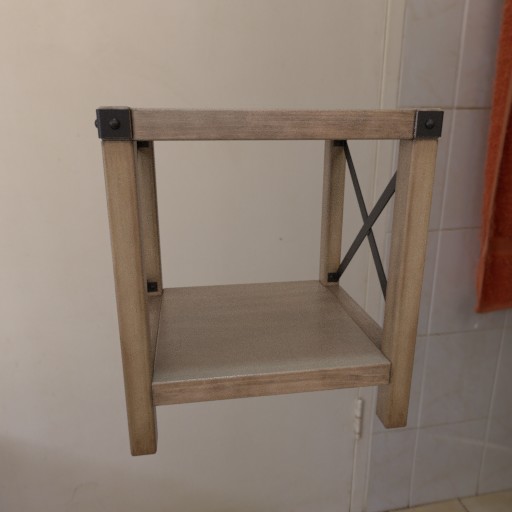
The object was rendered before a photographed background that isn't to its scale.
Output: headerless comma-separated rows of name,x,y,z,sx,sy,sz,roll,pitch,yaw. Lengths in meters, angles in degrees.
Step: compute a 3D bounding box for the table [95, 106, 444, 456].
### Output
table,0.000,0.000,0.906,0.510,0.561,0.459,-3,17,-9
